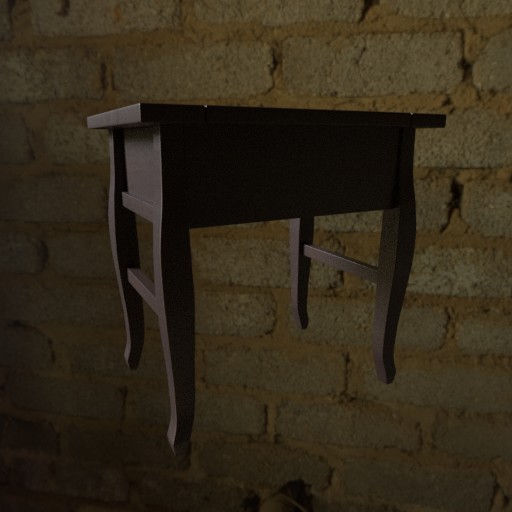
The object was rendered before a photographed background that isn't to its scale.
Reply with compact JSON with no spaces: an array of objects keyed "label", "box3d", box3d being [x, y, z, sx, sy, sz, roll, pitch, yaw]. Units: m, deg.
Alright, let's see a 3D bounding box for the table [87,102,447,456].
[{"label":"table","box3d":[0.000,0.000,1.000,0.602,0.605,0.460,-8,17,-27]}]
